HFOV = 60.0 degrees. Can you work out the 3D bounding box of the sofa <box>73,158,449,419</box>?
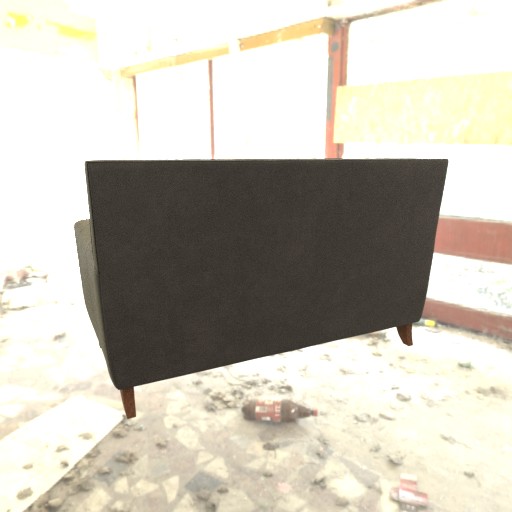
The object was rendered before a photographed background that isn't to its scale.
[{"bbox_3d":[0.000,0.000,2.011,1.473,0.871,0.787,-6,14,-26],"label":"sofa"}]
